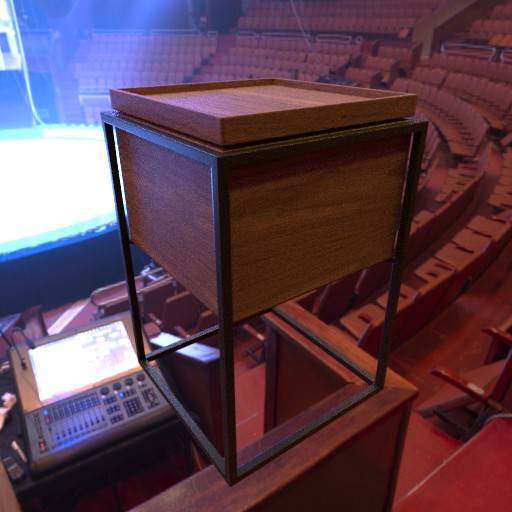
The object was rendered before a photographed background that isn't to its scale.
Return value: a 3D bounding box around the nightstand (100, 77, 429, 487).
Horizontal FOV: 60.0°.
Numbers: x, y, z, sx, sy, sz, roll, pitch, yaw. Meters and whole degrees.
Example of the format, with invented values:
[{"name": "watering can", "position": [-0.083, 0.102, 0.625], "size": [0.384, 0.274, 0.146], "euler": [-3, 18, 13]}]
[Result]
[{"name": "nightstand", "position": [0.000, 0.000, 0.866], "size": [0.397, 0.607, 0.397], "euler": [-18, 32, -32]}]
